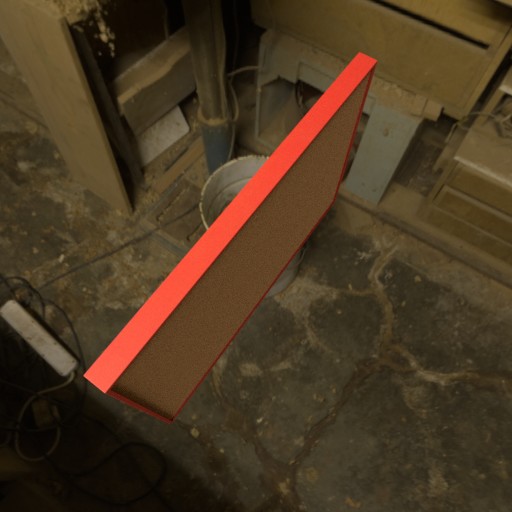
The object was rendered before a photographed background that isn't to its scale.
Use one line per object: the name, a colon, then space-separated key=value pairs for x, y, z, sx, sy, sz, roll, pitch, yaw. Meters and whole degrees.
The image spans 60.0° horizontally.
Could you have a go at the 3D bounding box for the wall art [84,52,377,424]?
wall art: x=0.000 y=0.000 z=0.766 sx=0.033 sy=0.405 sz=0.607 roll=33 pitch=69 yaw=14
